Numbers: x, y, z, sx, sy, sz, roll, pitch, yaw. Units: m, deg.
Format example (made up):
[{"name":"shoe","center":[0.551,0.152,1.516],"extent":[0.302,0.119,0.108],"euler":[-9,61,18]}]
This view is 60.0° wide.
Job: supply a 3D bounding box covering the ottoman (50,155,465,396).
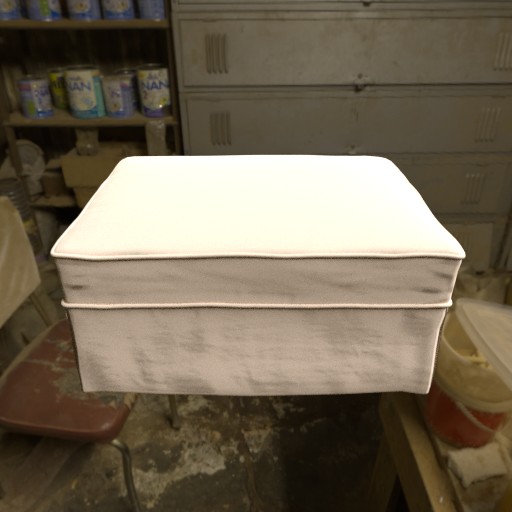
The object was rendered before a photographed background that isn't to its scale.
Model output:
[{"name":"ottoman","center":[0.000,0.000,1.317],"extent":[0.944,0.479,0.703],"euler":[0,31,0]}]
